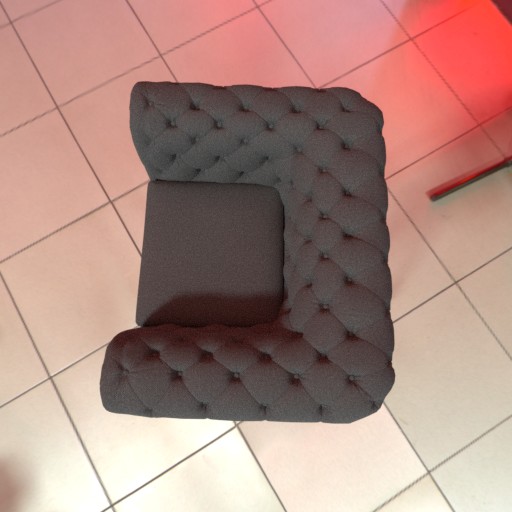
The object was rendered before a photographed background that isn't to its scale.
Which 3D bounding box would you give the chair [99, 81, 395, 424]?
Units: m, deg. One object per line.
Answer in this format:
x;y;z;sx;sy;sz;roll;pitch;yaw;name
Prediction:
0.000;0.000;1.885;0.976;0.770;1.270;2;76;0;chair
